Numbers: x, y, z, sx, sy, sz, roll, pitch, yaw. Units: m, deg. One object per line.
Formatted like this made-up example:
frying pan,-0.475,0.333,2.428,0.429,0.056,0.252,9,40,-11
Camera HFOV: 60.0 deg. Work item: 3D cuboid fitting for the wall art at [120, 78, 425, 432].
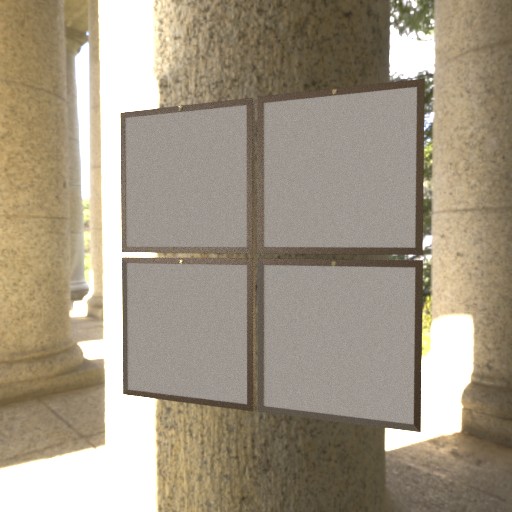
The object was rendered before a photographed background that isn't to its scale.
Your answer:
wall art,0.000,0.000,1.463,1.032,1.032,0.030,1,2,19
